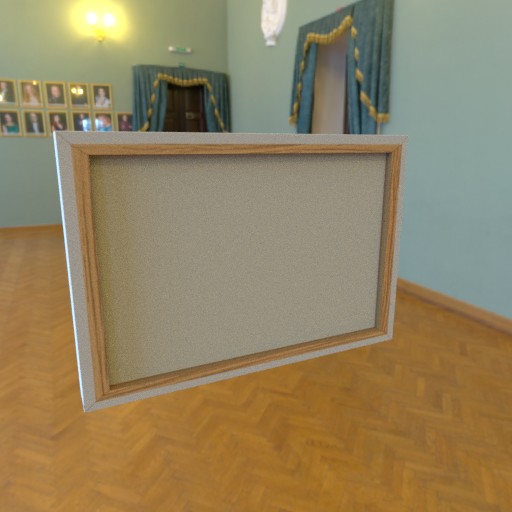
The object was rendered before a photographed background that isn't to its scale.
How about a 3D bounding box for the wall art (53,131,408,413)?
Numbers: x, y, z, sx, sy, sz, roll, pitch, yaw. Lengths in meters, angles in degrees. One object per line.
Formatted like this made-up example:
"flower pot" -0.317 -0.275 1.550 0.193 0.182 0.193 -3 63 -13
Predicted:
"wall art" 0.000 0.000 0.488 0.381 0.259 0.038 -7 15 -25
